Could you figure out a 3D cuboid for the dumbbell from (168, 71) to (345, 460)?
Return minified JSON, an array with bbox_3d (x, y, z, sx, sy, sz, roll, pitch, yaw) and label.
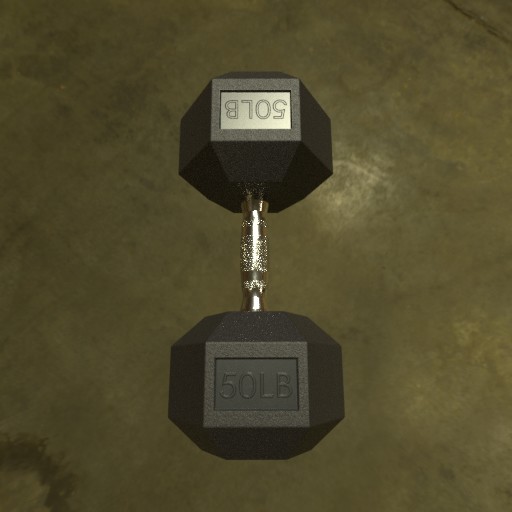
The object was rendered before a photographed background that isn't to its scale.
[{"bbox_3d":[0.000,0.000,0.471,0.173,0.150,0.384,0,76,0],"label":"dumbbell"}]
